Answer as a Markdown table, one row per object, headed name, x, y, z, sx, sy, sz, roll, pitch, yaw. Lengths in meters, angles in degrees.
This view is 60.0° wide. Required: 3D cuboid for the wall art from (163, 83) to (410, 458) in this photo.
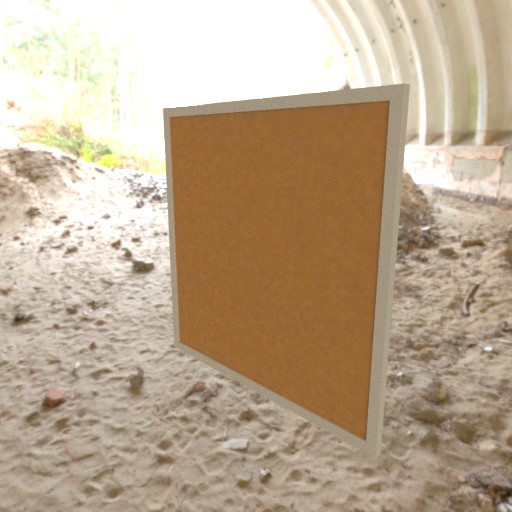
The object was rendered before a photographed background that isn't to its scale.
| name | x | y | z | sx | sy | sz | roll | pitch | yaw |
| --- | --- | --- | --- | --- | --- | --- | --- | --- | --- |
| wall art | 0.000 | 0.000 | 0.683 | 0.012 | 0.457 | 0.457 | -13 | 19 | -43 |
